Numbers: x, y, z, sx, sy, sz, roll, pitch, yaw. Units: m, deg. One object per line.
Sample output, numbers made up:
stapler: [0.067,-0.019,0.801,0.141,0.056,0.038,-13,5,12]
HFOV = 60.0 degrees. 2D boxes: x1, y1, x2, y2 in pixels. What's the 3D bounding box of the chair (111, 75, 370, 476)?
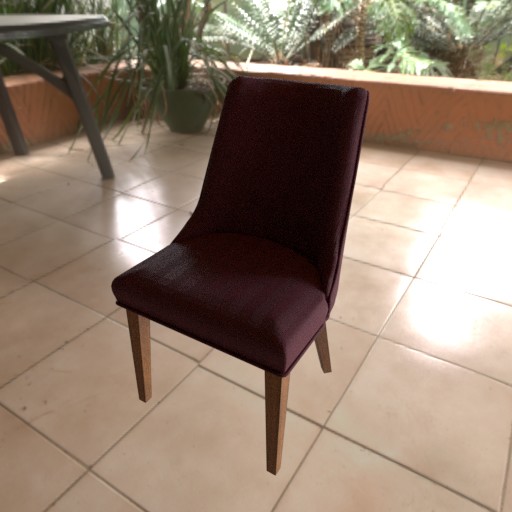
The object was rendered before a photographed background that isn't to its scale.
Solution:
chair: [0.000,0.000,1.308,0.548,0.916,0.638,17,35,27]
